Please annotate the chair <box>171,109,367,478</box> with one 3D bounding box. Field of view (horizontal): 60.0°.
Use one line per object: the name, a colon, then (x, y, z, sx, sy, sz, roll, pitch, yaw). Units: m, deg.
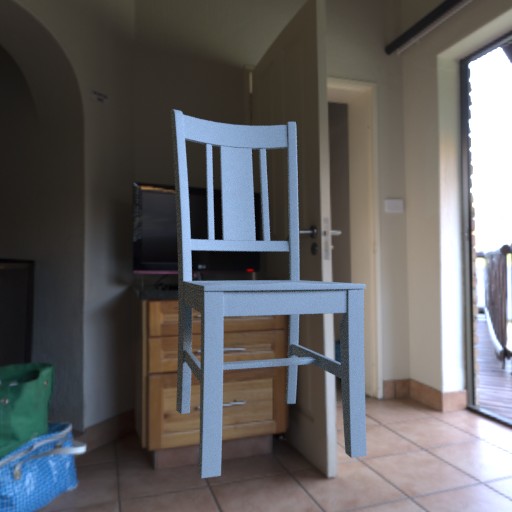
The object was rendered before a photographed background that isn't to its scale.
chair: (0.000, 0.000, 1.304, 0.450, 0.998, 0.555, 1, -2, -17)
